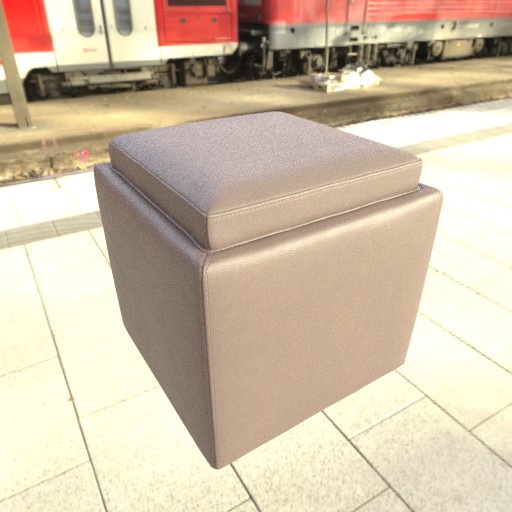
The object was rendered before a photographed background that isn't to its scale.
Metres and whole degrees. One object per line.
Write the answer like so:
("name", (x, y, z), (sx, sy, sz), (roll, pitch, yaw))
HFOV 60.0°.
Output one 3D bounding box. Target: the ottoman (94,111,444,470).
("ottoman", (0.000, 0.000, 0.835), (0.451, 0.460, 0.450), (-18, 35, -28))
